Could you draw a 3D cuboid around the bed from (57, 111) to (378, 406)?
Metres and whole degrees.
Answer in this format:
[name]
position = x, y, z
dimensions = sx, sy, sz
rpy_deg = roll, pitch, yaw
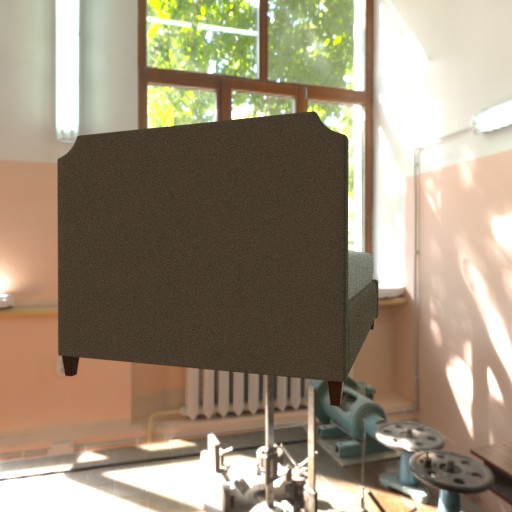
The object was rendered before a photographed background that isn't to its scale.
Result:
[bed]
position = 0.000, 0.000, 3.444
dimensions = 1.703, 1.415, 2.329
rpy_deg = 0, 1, 19
